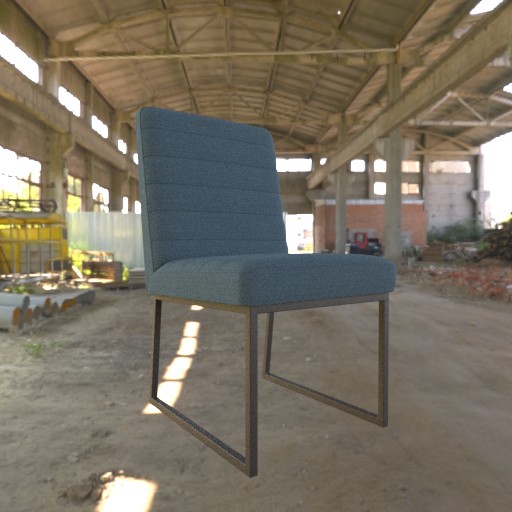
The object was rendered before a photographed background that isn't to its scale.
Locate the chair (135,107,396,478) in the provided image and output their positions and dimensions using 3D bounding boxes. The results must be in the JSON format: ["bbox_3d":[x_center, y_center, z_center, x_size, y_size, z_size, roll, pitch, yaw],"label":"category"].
[{"bbox_3d":[0.000,0.000,1.311,0.520,0.930,0.634,-1,2,-36],"label":"chair"}]
